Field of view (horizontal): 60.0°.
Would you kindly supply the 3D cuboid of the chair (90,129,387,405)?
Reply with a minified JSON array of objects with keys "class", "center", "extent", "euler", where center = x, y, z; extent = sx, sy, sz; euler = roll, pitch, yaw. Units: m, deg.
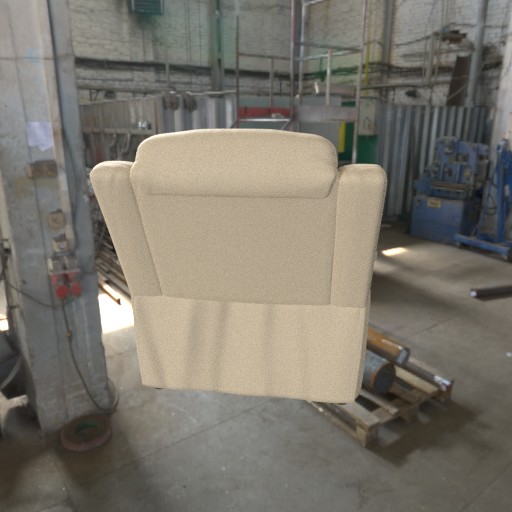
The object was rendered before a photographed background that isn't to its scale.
[{"class":"chair","center":[0.000,0.000,1.258],"extent":[0.680,0.702,0.709],"euler":[2,17,8]}]
